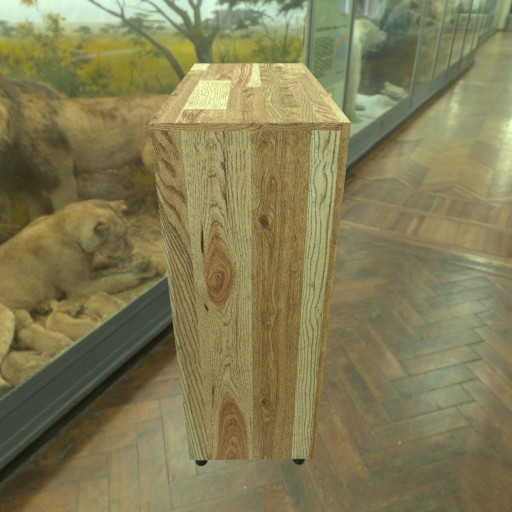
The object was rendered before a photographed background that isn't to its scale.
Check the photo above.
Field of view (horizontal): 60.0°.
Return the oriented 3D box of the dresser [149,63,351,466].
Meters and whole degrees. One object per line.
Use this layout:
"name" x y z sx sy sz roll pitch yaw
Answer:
"dresser" 0.000 0.000 1.697 0.480 1.243 0.966 0 31 -1
